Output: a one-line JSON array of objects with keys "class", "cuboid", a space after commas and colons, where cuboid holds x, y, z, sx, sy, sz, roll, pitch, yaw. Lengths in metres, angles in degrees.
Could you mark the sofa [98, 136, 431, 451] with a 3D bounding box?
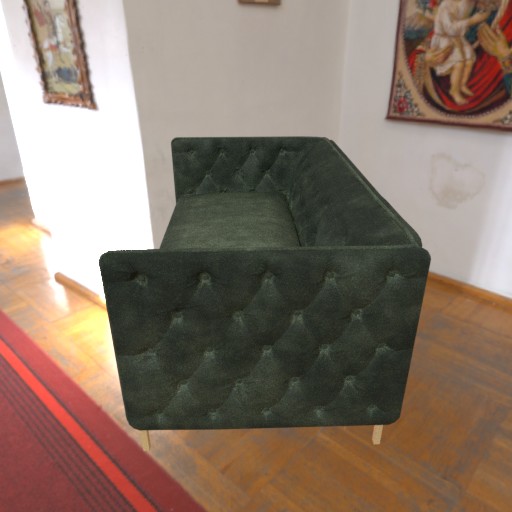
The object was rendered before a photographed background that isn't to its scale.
[{"class": "sofa", "cuboid": [0.000, 0.000, 1.983, 0.895, 0.768, 1.537, -1, 26, -2]}]
